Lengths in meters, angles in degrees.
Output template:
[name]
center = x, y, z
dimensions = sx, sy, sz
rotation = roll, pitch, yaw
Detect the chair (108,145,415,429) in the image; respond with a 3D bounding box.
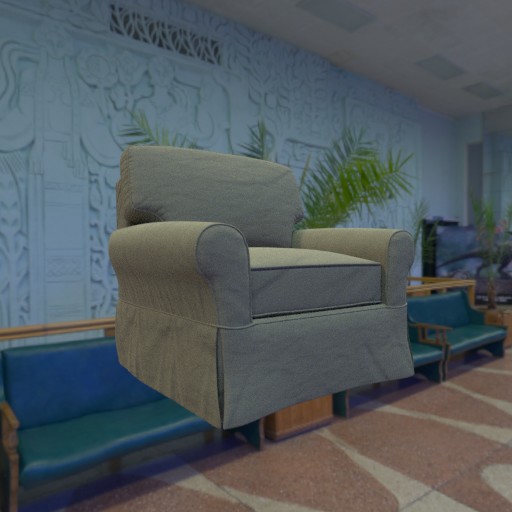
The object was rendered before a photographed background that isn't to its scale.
[chair]
center = 0.000, 0.000, 1.980
dimensions = 1.135, 1.017, 0.988
rotation = -1, 1, -36
